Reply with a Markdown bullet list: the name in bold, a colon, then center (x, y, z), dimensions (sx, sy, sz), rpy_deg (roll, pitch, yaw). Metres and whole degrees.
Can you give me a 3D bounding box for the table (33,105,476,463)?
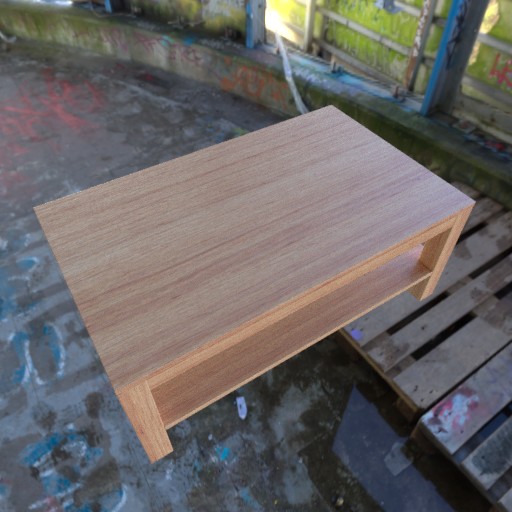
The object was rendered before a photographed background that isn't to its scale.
- **table**: center (0.000, 0.000, 1.508), dimensions (1.146, 0.457, 0.695), rpy_deg (-25, 52, -21)
